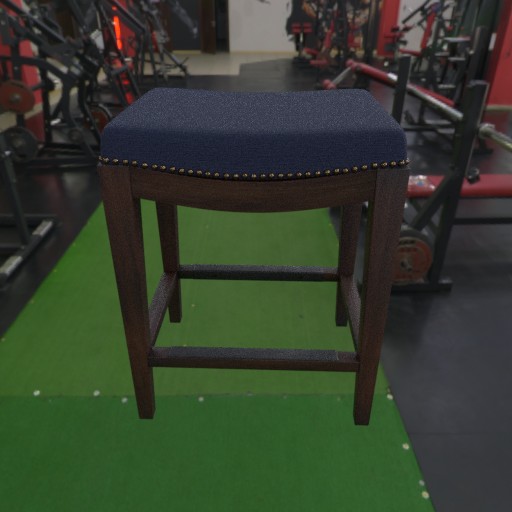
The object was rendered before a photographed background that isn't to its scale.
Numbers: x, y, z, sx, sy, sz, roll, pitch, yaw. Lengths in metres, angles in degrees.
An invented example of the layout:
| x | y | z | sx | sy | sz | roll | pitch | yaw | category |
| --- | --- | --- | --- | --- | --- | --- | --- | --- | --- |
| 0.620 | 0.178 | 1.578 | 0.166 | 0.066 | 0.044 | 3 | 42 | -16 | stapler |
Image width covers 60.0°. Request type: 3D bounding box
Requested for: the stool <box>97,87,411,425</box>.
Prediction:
| x | y | z | sx | sy | sz | roll | pitch | yaw | category |
| --- | --- | --- | --- | --- | --- | --- | --- | --- | --- |
| 0.000 | 0.000 | 0.960 | 0.500 | 0.642 | 0.361 | 1 | 31 | 2 | stool |
